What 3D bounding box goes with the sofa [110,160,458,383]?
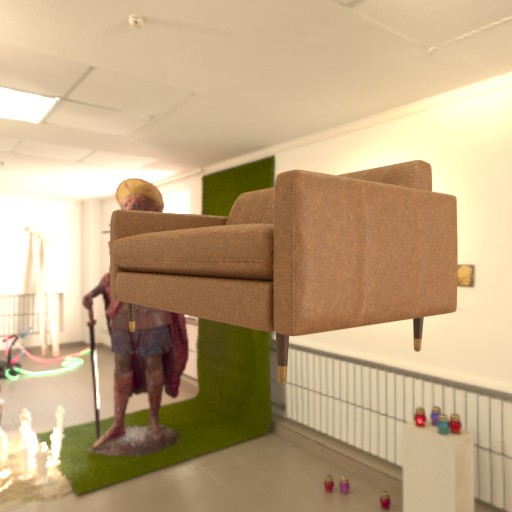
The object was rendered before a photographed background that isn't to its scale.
[{"bbox_3d":[0.000,0.000,2.147,0.960,0.820,1.549,0,0,-38],"label":"sofa"}]
